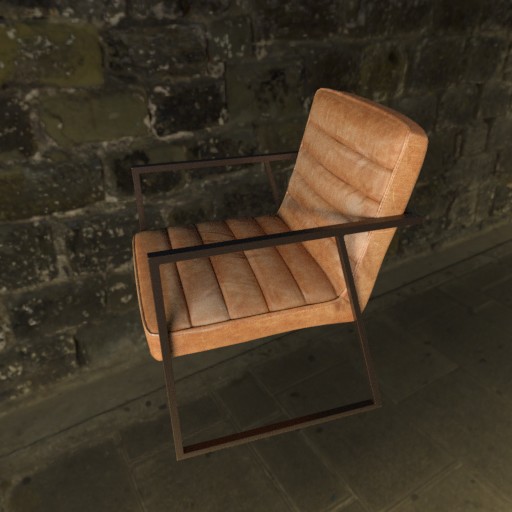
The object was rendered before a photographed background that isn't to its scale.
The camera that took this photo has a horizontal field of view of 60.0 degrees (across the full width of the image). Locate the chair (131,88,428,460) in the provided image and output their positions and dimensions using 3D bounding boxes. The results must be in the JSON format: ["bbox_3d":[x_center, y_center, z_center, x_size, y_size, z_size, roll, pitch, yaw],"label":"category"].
[{"bbox_3d":[0.000,0.000,1.272,0.677,0.832,0.571,-9,32,-14],"label":"chair"}]
